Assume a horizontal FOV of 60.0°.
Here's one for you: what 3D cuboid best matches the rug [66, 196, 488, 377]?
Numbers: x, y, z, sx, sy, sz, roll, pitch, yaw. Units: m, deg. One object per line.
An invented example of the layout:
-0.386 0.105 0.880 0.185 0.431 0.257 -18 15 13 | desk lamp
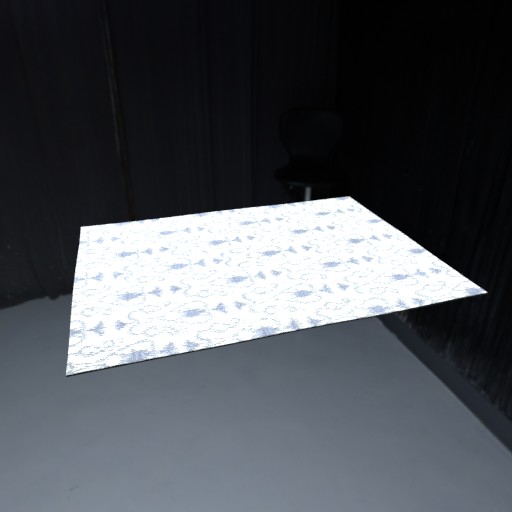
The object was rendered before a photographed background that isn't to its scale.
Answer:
0.000 0.000 2.930 2.261 0.013 1.676 -8 29 -15 | rug
